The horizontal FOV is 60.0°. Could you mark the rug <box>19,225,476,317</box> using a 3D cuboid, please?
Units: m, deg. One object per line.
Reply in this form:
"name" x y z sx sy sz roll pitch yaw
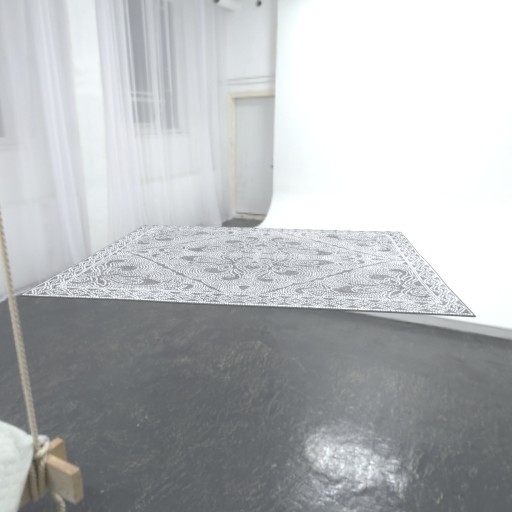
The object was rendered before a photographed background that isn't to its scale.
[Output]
"rug" 0.000 0.000 4.061 3.048 0.012 2.438 2 16 7
